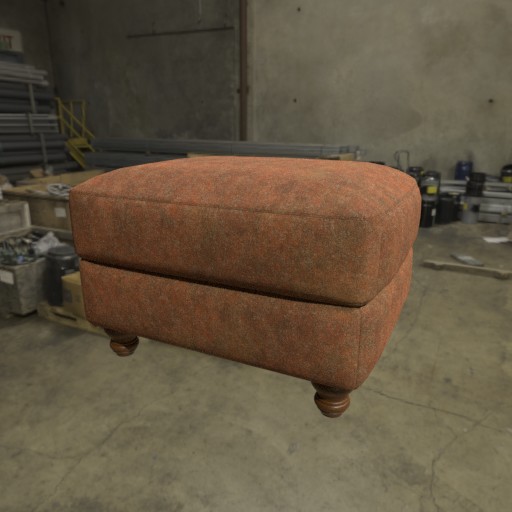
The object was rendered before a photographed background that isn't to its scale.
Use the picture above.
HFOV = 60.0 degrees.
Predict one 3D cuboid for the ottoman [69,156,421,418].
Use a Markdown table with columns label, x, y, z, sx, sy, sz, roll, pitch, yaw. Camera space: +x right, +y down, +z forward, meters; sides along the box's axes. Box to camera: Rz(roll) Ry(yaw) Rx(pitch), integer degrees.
| label | x | y | z | sx | sy | sz | roll | pitch | yaw |
| --- | --- | --- | --- | --- | --- | --- | --- | --- | --- |
| ottoman | 0.000 | 0.000 | 1.199 | 0.787 | 0.508 | 0.635 | 8 | 19 | 25 |
